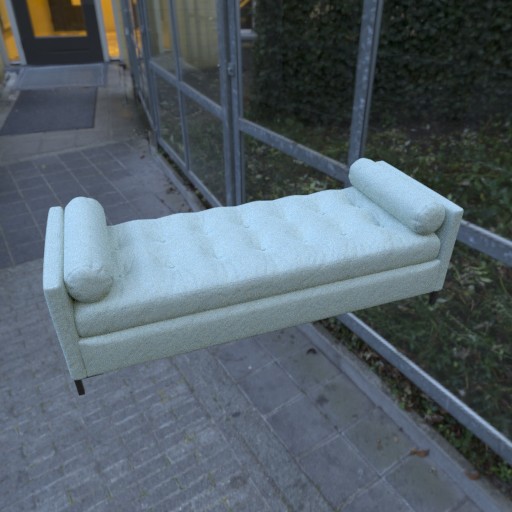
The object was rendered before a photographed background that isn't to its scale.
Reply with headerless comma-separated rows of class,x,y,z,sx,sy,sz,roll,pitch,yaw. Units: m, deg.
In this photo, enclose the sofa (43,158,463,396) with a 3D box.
sofa,0.000,0.000,2.514,2.102,0.705,0.796,-11,34,-16
